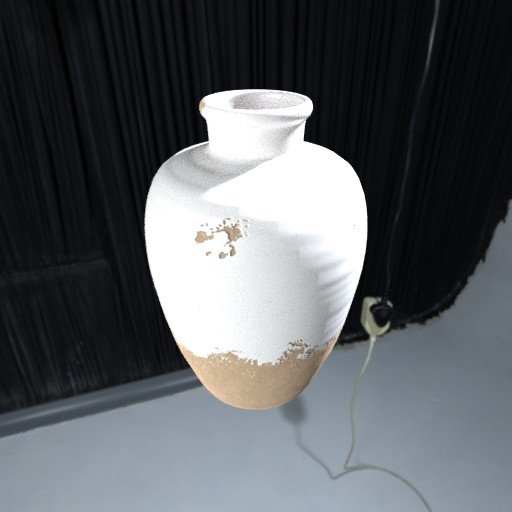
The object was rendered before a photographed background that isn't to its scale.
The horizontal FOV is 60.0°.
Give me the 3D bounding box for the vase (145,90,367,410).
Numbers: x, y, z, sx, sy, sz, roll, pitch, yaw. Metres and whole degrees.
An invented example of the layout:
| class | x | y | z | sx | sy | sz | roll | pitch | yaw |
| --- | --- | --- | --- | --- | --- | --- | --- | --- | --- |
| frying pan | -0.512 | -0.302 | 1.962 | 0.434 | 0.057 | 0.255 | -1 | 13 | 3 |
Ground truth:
| class | x | y | z | sx | sy | sz | roll | pitch | yaw |
| --- | --- | --- | --- | --- | --- | --- | --- | --- | --- |
| vase | 0.000 | 0.000 | 0.336 | 0.158 | 0.228 | 0.158 | 0 | 30 | 0 |
